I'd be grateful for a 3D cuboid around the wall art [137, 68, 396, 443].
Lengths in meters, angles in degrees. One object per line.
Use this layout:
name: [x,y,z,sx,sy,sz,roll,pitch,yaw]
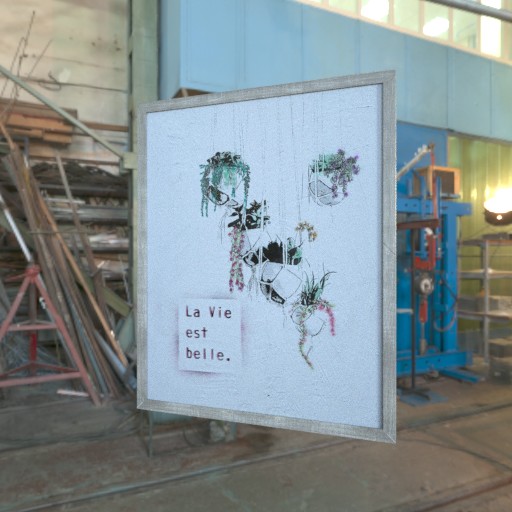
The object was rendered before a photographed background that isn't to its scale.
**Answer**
wall art: [0.000,0.000,0.700,0.421,0.521,0.032,0,0,19]
